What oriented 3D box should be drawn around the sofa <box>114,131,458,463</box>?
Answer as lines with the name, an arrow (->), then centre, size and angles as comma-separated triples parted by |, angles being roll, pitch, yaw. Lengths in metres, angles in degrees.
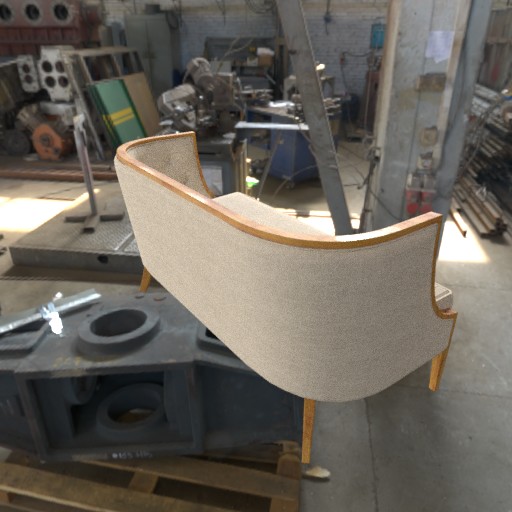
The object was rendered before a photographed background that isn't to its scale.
sofa -> 0.000, 0.000, 1.873 | 0.770, 0.775, 1.474 | -18, 32, -32
